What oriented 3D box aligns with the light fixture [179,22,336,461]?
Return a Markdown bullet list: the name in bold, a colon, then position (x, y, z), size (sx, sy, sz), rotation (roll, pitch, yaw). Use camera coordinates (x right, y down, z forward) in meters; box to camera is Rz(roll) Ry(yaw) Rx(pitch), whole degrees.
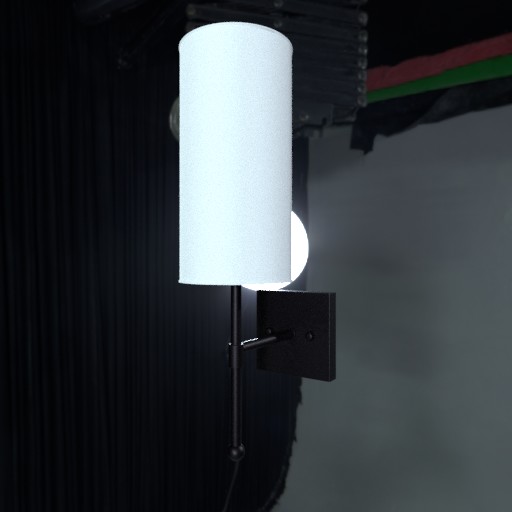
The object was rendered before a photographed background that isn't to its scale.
- **light fixture**: position (0.000, 0.000, 0.534), size (0.128, 0.462, 0.208), rotation (0, 0, 34)
